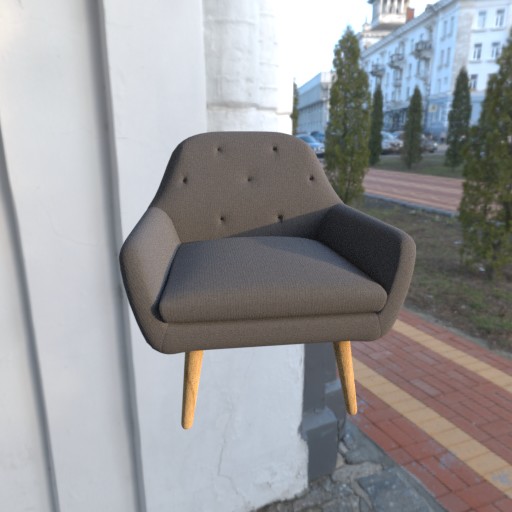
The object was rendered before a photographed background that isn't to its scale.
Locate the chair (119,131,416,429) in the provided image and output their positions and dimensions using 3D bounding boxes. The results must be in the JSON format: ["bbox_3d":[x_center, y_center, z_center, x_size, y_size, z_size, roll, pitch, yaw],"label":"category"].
[{"bbox_3d":[0.000,0.000,1.472,0.770,0.800,0.779,-2,16,-8],"label":"chair"}]
